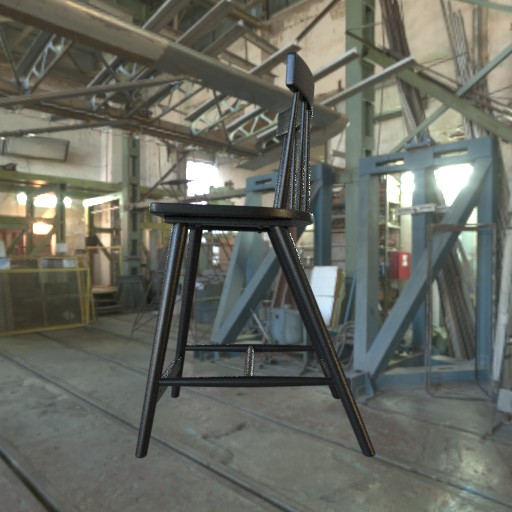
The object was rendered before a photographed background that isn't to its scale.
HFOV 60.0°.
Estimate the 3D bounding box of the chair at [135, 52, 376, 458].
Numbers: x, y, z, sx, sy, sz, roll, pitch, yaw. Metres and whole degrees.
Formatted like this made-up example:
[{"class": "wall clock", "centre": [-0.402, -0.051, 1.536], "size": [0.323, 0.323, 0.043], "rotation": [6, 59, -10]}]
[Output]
[{"class": "chair", "centre": [0.000, 0.000, 1.266], "size": [0.572, 0.952, 0.483], "rotation": [0, 0, 0]}]
